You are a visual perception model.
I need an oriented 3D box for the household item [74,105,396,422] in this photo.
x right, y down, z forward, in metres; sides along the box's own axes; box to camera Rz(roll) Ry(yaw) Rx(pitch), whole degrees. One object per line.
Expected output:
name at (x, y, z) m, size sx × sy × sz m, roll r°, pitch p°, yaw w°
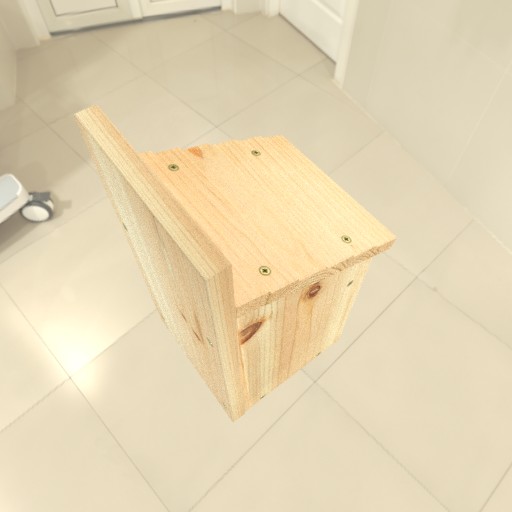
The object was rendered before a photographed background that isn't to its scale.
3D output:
household item at (0.000, 0.000, 0.393) m, size 0.171 × 0.300 × 0.149 m, roll -32°, pitch 63°, yaw -19°
